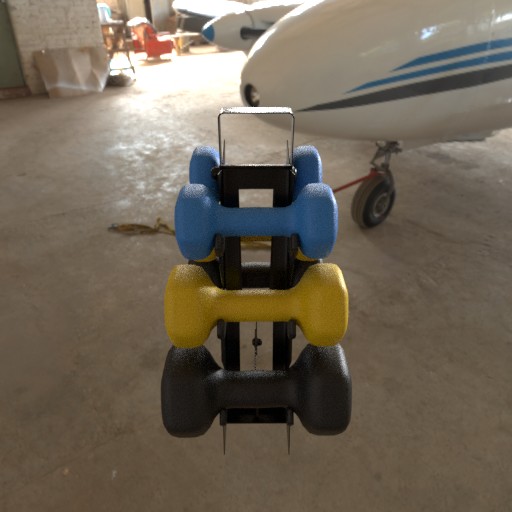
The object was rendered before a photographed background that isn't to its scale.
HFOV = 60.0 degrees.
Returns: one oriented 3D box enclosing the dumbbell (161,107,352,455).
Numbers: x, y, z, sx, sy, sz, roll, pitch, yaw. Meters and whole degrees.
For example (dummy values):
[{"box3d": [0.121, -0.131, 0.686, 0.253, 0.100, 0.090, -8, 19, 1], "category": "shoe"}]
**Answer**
[{"box3d": [0.000, 0.000, 0.661, 0.255, 0.426, 0.409, 0, 32, 0], "category": "dumbbell"}]
